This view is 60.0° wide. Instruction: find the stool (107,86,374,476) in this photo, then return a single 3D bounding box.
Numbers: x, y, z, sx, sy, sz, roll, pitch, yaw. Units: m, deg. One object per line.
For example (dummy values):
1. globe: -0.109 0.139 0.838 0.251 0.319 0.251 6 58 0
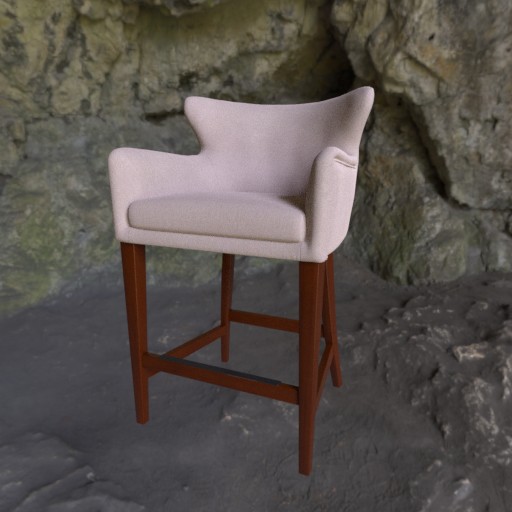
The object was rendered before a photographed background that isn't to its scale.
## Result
1. stool: 0.000 0.000 1.321 0.601 0.951 0.570 6 15 24
